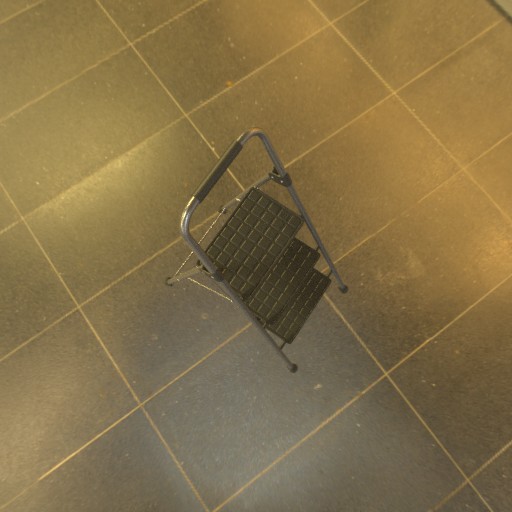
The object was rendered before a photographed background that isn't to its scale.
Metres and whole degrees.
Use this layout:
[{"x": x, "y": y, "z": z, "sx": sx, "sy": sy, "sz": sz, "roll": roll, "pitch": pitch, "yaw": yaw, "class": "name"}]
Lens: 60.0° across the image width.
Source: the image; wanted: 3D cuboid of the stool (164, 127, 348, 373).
[{"x": 0.000, "y": 0.000, "z": 1.519, "sx": 0.733, "sy": 1.121, "sz": 0.473, "roll": 34, "pitch": 78, "yaw": 8, "class": "stool"}]
